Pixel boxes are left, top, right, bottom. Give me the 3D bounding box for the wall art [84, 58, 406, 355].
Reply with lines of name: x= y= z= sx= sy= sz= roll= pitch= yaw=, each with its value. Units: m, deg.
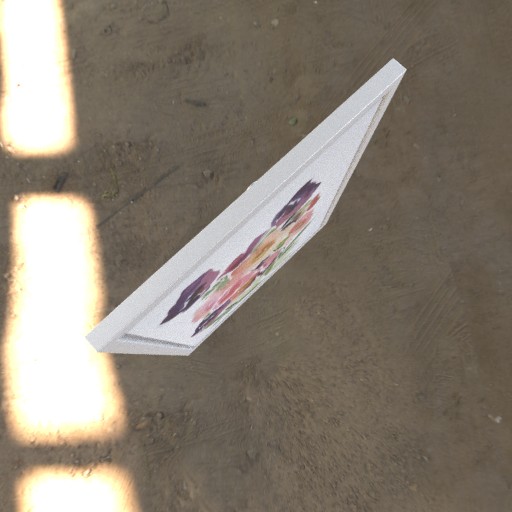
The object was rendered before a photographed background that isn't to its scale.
wall art: x=0.000 y=0.000 z=1.349 sx=0.805 sy=1.056 sz=0.042 roll=-43 pitch=81 yaw=-9
